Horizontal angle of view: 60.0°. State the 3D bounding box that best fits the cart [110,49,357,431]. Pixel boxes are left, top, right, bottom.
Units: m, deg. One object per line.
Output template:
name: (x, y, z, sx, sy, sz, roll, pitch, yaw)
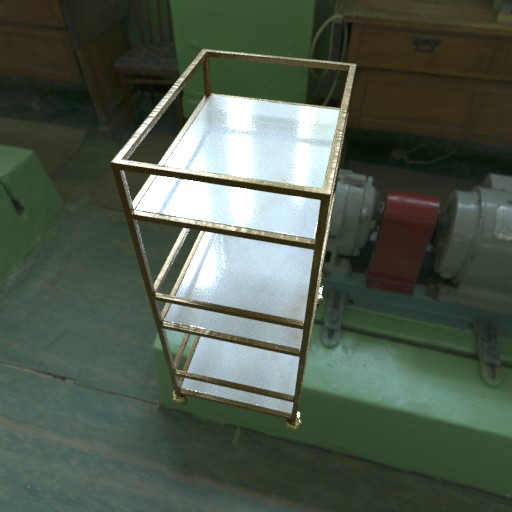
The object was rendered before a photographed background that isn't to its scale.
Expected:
cart: (0.000, 0.000, 1.015, 0.332, 0.761, 0.483, 10, 47, 9)
